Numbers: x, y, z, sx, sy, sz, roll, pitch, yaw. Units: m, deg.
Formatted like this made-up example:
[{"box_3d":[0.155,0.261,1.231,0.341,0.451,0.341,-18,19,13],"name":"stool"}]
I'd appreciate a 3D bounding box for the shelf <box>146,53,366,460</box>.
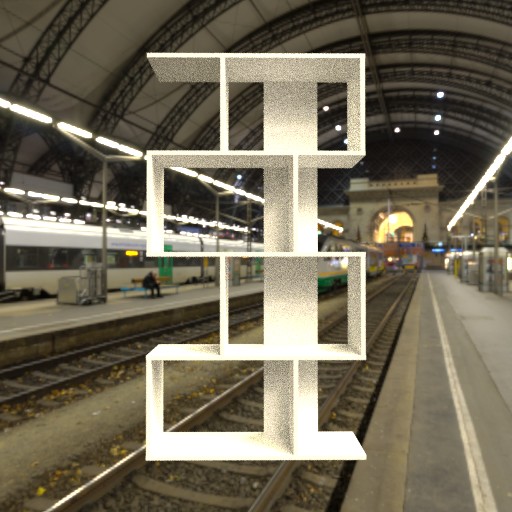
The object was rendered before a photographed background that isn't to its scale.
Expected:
[{"box_3d":[0.000,0.000,1.923,0.890,1.650,0.250,0,-1,0],"name":"shelf"}]
